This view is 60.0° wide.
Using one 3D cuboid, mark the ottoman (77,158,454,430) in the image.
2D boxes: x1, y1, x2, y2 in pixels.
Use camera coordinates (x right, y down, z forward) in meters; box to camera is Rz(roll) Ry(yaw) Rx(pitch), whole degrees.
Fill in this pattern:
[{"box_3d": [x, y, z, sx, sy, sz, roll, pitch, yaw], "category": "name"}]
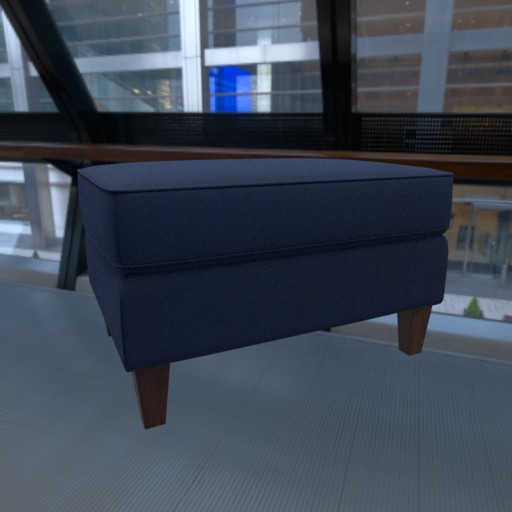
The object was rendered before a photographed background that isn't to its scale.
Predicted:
[{"box_3d": [0.000, 0.000, 1.385, 0.965, 0.584, 0.686, -7, 17, -25], "category": "ottoman"}]
